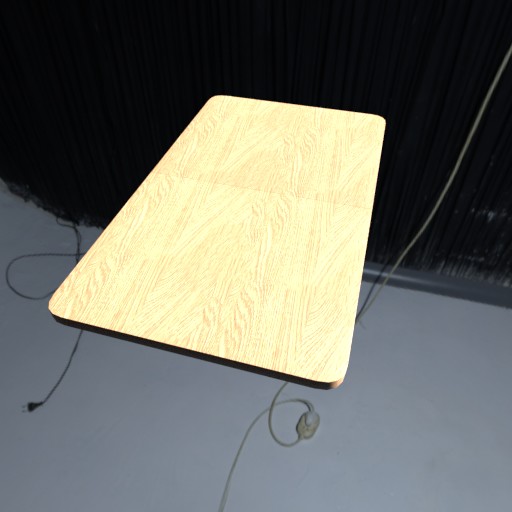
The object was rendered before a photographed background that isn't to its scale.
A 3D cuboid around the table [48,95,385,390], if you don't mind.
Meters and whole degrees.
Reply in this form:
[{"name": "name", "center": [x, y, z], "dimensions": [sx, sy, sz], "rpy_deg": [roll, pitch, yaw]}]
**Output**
[{"name": "table", "center": [0.000, 0.000, 2.108], "dimensions": [0.950, 0.770, 1.600], "rpy_deg": [11, 46, 11]}]
